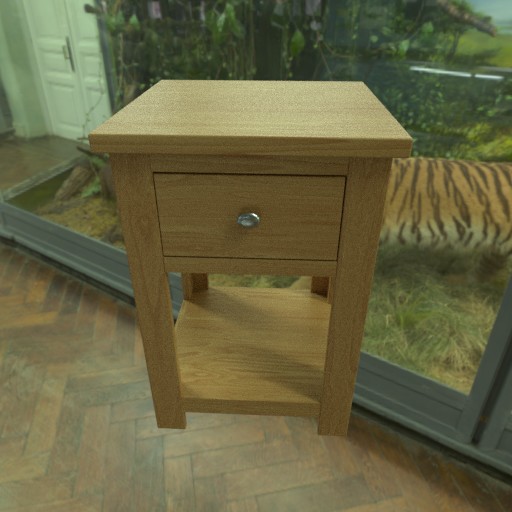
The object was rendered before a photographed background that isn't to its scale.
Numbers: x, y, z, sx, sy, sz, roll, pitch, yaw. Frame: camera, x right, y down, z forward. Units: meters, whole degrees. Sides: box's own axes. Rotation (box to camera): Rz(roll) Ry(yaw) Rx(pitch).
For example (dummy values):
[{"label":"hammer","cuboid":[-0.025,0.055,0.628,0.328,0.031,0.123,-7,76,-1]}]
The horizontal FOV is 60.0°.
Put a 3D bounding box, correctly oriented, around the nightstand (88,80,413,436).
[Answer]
[{"label":"nightstand","cuboid":[0.000,0.000,0.915,0.428,0.614,0.418,2,31,3]}]
